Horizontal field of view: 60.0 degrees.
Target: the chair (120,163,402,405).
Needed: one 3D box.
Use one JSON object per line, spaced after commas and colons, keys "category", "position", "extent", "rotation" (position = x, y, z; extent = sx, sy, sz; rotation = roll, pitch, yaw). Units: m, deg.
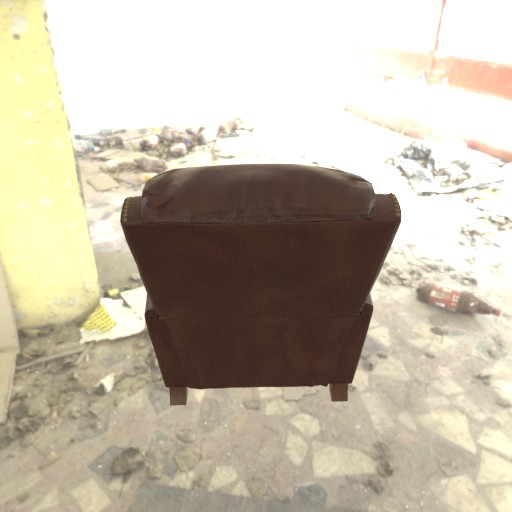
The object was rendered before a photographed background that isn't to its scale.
{"category": "chair", "position": [0.000, 0.000, 1.805], "extent": [0.826, 1.022, 1.089], "rotation": [-1, 30, -1]}
